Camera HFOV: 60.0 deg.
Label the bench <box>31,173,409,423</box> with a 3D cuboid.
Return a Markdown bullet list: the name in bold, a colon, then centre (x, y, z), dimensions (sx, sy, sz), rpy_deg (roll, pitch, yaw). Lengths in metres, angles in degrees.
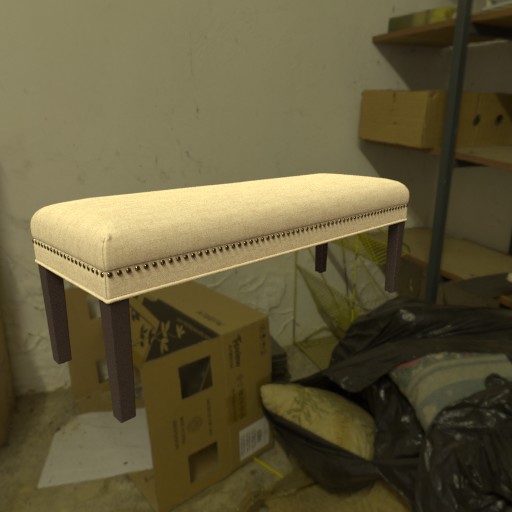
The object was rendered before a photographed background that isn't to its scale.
- **bench**: centre (0.000, 0.000, 1.442), dimensions (1.219, 0.457, 0.410), rpy_deg (-15, 22, -42)
